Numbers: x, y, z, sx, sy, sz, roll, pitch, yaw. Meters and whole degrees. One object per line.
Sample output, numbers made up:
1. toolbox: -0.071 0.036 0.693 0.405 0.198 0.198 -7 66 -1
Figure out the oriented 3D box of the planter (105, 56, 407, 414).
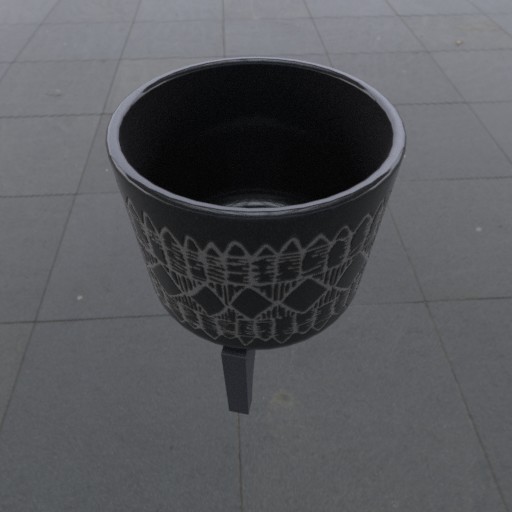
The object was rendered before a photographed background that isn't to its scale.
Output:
1. planter: 0.000 0.000 0.258 0.129 0.177 0.129 0 47 0
